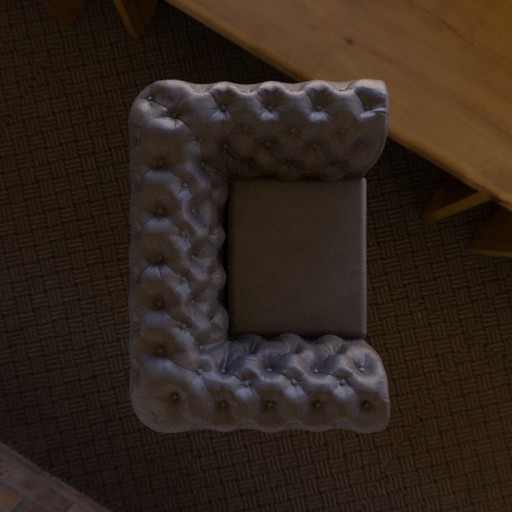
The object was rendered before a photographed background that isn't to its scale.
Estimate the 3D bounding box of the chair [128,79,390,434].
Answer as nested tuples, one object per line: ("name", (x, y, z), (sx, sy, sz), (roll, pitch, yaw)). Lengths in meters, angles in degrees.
("chair", (0.000, 0.000, 1.889), (0.943, 0.780, 1.298), (0, 90, 0))
